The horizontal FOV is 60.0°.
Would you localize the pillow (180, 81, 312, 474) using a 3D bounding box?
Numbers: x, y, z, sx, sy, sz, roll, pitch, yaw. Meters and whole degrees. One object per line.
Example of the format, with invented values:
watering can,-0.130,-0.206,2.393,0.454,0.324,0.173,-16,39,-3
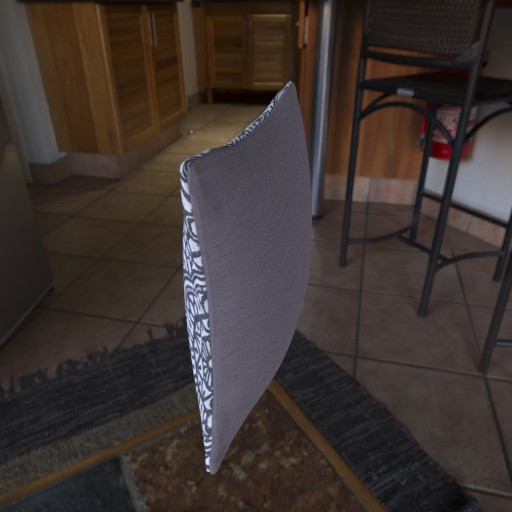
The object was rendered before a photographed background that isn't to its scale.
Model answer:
pillow,0.000,0.000,0.644,0.148,0.417,0.436,8,32,14
